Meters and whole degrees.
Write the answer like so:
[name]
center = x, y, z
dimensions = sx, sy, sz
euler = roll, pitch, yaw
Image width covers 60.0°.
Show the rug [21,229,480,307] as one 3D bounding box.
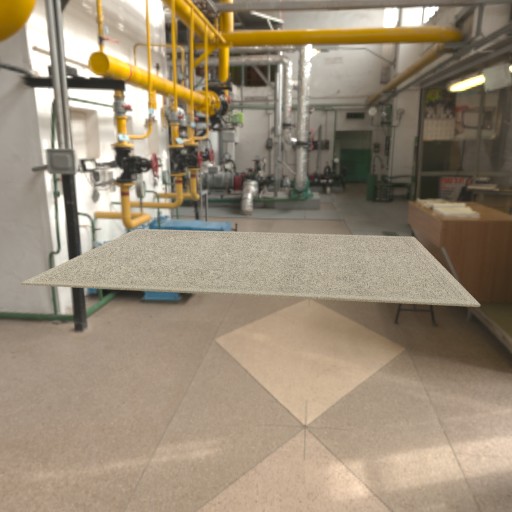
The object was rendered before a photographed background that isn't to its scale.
[rug]
center = 0.000, 0.000, 2.320
dimensions = 1.829, 0.010, 1.219
euler = 2, 15, 8
